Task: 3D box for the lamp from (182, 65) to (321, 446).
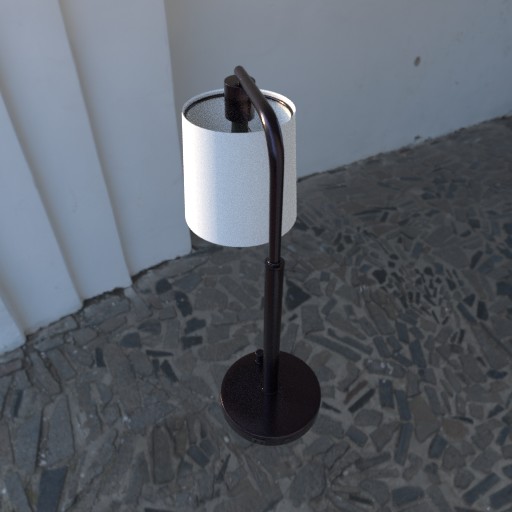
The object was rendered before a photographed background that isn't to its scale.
[{"bbox_3d":[0.000,0.000,0.643,0.171,0.489,0.333,-11,41,-13],"label":"lamp"}]
